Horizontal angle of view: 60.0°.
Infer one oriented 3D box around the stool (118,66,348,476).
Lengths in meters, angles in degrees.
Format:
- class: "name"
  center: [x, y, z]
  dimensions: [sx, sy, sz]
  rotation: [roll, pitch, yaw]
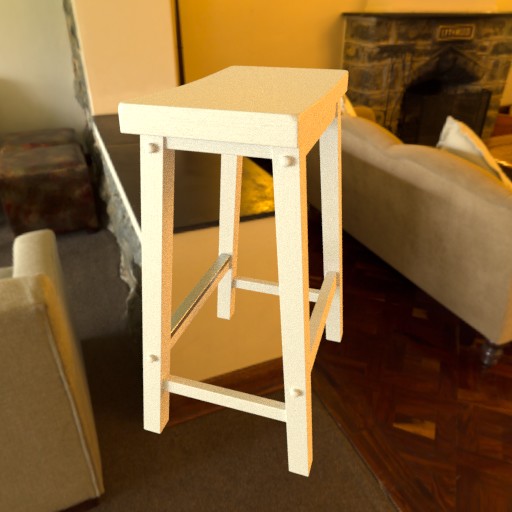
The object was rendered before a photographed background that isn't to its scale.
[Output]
- class: "stool"
  center: [0.000, 0.000, 0.830]
  dimensions: [0.322, 0.610, 0.406]
  rotation: [9, 31, 16]
